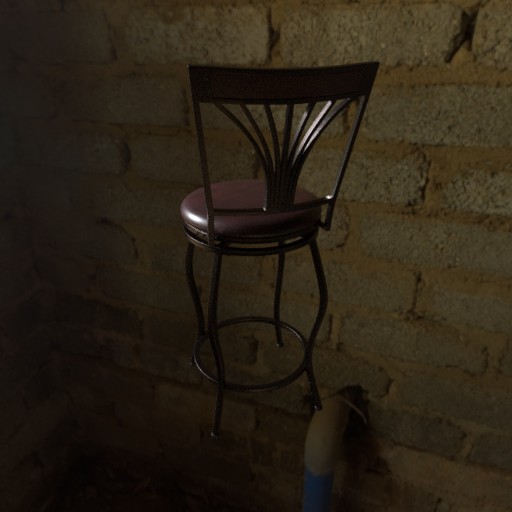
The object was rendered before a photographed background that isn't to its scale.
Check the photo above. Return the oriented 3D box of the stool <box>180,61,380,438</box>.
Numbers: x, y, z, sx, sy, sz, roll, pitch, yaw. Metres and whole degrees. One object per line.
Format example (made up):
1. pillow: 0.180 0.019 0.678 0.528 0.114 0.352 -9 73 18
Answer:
1. stool: 0.000 0.000 1.369 0.433 1.117 0.514 -8 28 -16
